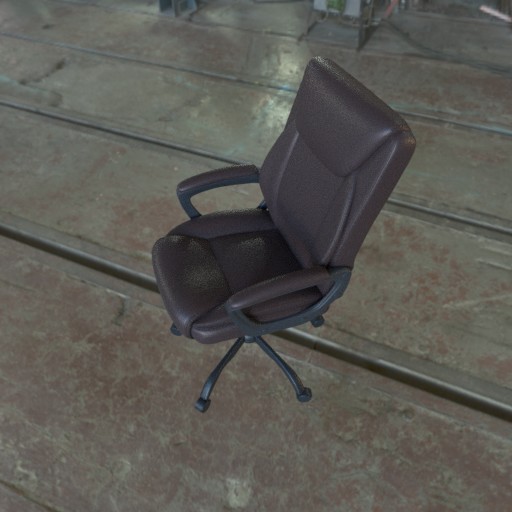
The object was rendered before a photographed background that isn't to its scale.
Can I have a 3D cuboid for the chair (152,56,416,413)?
[{"bbox_3d":[0.000,0.000,1.452,0.655,1.072,0.615,-16,49,-15],"label":"chair"}]
